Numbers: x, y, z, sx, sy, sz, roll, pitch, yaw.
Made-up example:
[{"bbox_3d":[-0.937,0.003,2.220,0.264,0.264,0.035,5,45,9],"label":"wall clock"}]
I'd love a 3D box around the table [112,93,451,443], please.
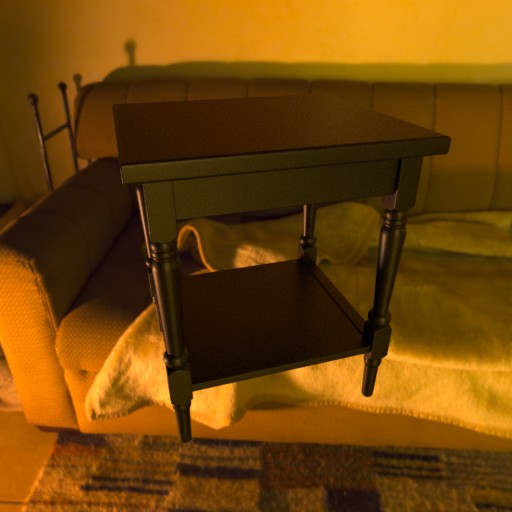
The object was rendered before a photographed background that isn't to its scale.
[{"bbox_3d":[0.000,0.000,0.929,0.488,0.565,0.442,-8,30,-15],"label":"table"}]
